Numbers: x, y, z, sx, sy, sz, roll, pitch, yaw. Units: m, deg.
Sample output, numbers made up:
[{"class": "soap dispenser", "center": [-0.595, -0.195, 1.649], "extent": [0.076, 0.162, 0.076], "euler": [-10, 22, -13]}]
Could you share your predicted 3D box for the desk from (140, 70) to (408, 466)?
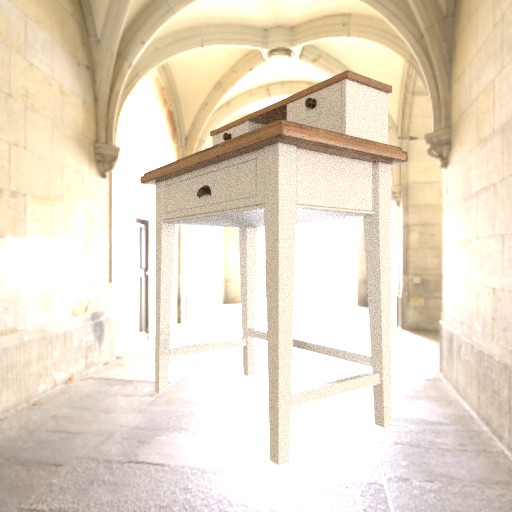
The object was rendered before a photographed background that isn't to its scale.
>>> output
[{"class": "desk", "center": [0.000, 0.000, 1.436], "extent": [0.462, 0.981, 0.814], "euler": [0, 0, -36]}]
